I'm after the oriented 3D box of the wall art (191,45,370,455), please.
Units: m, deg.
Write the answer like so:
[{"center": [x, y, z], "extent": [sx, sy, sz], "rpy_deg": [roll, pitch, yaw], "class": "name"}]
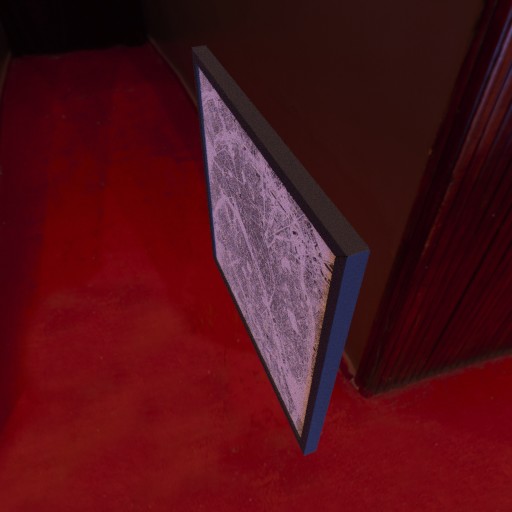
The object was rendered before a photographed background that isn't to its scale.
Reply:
[{"center": [0.000, 0.000, 1.131], "extent": [0.037, 0.763, 0.763], "rpy_deg": [-16, 49, -15], "class": "wall art"}]
